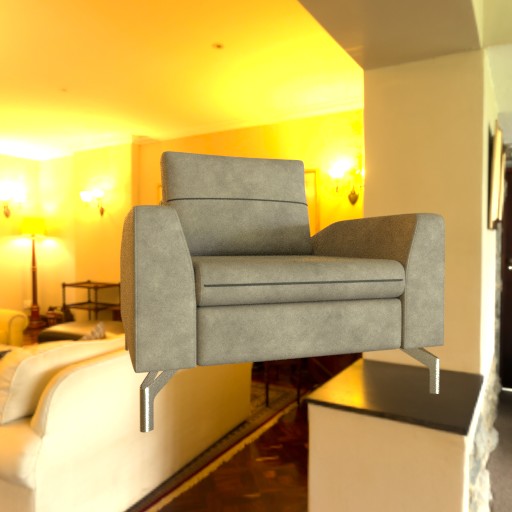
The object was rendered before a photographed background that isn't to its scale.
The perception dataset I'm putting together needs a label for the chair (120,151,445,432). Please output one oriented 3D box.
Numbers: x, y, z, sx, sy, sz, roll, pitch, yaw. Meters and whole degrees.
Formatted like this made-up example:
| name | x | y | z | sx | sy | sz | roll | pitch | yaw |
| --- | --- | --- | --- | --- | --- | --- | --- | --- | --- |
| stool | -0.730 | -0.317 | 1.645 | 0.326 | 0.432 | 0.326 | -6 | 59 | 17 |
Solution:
| name | x | y | z | sx | sy | sz | roll | pitch | yaw |
| --- | --- | --- | --- | --- | --- | --- | --- | --- | --- |
| chair | 0.000 | 0.000 | 1.572 | 0.900 | 0.800 | 0.900 | 0 | 1 | -19 |
